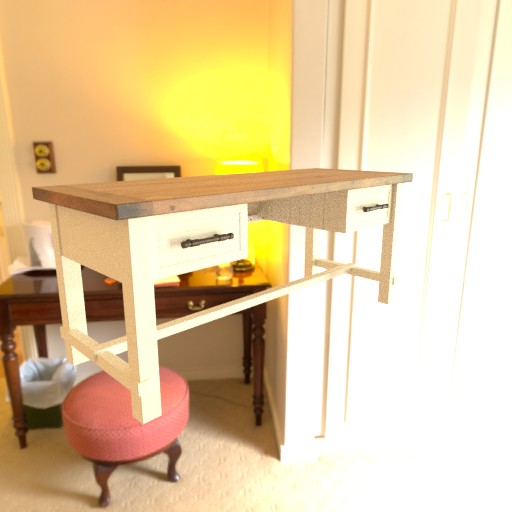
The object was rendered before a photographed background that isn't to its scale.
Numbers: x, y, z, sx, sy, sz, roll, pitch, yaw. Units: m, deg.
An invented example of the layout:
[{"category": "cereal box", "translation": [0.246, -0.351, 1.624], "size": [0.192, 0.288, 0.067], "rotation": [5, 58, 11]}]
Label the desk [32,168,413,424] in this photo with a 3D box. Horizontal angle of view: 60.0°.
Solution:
[{"category": "desk", "translation": [0.000, 0.000, 2.218], "size": [1.803, 0.762, 0.688], "rotation": [-14, 20, -43]}]
